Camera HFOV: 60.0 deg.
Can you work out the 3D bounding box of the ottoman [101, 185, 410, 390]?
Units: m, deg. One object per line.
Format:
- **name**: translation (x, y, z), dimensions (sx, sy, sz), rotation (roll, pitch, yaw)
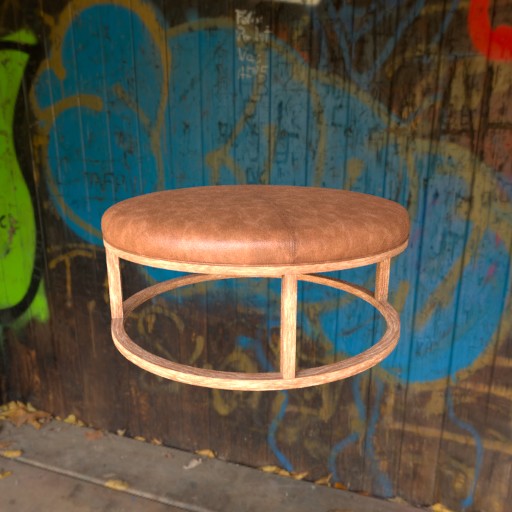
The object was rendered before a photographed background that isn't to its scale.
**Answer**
- **ottoman**: translation (0.000, 0.000, 1.550), dimensions (1.006, 0.445, 1.006), rotation (0, 15, 0)
